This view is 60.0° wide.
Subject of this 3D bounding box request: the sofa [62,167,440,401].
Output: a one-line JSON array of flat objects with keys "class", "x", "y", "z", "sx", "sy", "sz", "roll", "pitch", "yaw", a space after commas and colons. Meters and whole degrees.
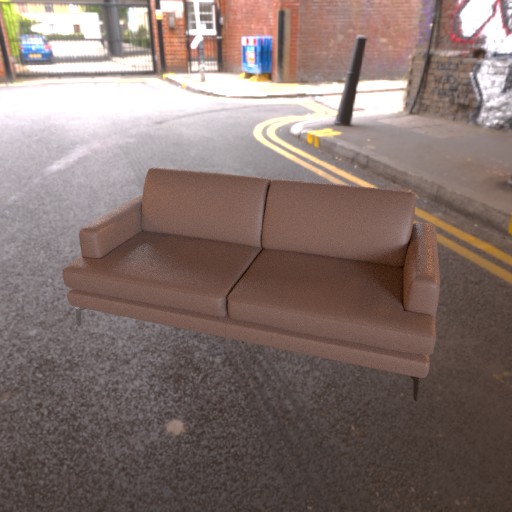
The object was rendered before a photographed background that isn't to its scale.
[{"class": "sofa", "x": 0.000, "y": 0.000, "z": 2.539, "sx": 1.940, "sy": 0.765, "sz": 0.974, "roll": 8, "pitch": 27, "yaw": 17}]
